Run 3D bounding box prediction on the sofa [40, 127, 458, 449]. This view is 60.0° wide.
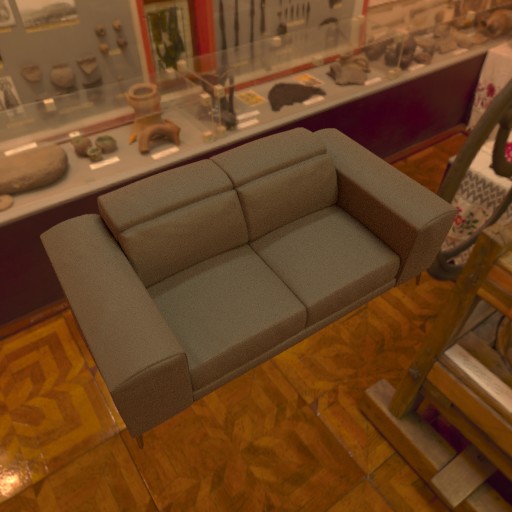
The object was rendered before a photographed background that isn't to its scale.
[{"bbox_3d":[0.000,0.000,2.377,1.895,0.779,1.003,-25,50,-23],"label":"sofa"}]
